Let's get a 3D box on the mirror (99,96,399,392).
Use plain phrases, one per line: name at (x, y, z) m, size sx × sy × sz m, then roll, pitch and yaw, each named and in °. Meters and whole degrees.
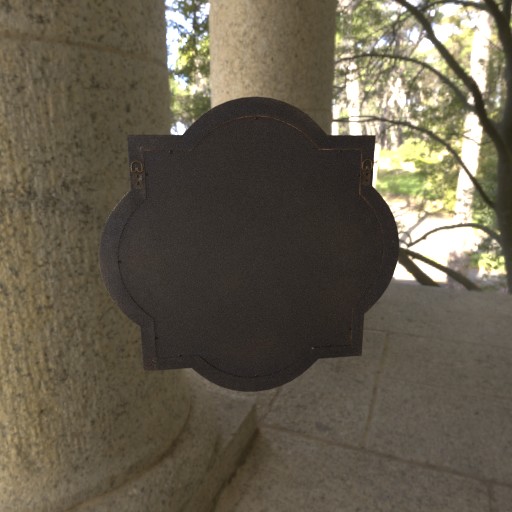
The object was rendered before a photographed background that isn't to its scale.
mirror at (0.000, 0.000, 1.037) m, size 0.686 × 0.686 × 0.019 m, roll -2°, pitch 15°, yaw -8°
